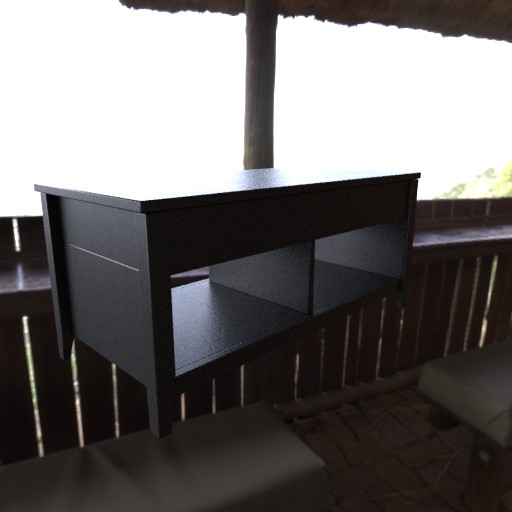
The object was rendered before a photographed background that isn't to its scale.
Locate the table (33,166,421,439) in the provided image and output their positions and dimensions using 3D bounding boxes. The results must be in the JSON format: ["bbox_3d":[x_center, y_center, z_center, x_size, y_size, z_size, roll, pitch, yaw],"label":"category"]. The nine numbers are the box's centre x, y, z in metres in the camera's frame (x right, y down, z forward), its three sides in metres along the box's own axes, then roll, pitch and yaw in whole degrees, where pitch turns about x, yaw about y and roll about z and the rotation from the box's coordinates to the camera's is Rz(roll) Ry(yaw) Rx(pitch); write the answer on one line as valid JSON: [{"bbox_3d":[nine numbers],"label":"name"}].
[{"bbox_3d":[0.000,0.000,1.292,1.016,0.457,0.483,-14,20,-43],"label":"table"}]
